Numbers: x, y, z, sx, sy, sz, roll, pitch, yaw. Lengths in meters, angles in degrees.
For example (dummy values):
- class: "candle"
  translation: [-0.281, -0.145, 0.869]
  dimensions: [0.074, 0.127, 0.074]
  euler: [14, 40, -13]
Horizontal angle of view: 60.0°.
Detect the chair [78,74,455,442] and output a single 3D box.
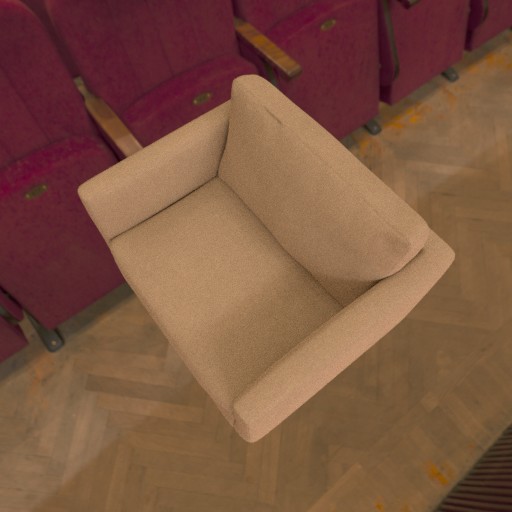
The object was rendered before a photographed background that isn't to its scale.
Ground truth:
- class: "chair"
  translation: [0.000, 0.000, 1.833]
  dimensions: [0.959, 0.961, 1.107]
  euler: [-35, 68, -16]
